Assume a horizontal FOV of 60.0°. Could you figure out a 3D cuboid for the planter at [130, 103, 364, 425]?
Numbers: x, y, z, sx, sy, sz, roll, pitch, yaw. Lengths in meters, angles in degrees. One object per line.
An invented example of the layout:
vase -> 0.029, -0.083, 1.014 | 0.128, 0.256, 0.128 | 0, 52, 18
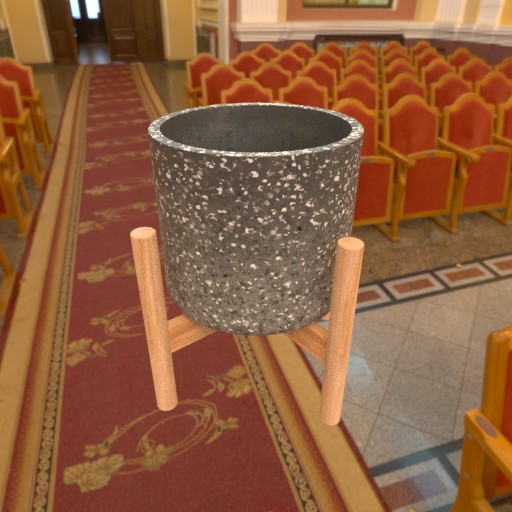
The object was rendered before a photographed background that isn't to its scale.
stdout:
planter -> 0.000, 0.000, 0.546 | 0.284, 0.320, 0.284 | -8, 31, -14
